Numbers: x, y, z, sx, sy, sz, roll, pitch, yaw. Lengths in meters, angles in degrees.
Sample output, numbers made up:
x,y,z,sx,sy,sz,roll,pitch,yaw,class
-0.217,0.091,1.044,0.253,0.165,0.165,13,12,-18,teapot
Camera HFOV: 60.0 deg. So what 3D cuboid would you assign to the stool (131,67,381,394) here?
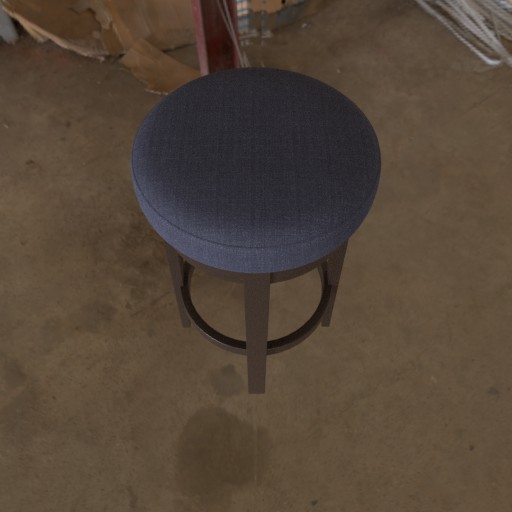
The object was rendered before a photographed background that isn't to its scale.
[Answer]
x,y,z,sx,sy,sz,roll,pitch,yaw,class
0.000,0.000,1.046,0.446,0.758,0.446,0,58,0,stool
